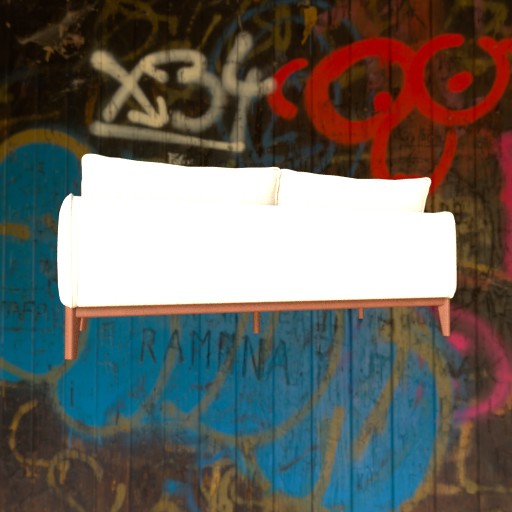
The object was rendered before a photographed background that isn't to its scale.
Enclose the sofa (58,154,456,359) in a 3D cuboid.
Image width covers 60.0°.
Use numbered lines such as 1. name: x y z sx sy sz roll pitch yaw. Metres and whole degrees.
1. sofa: 0.000 0.000 2.501 1.989 0.860 0.991 0 -2 -19
